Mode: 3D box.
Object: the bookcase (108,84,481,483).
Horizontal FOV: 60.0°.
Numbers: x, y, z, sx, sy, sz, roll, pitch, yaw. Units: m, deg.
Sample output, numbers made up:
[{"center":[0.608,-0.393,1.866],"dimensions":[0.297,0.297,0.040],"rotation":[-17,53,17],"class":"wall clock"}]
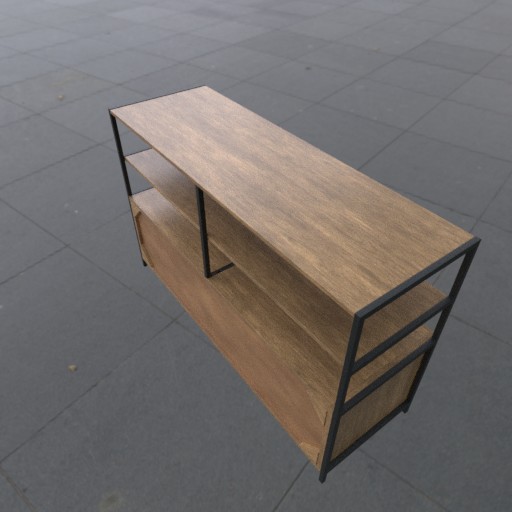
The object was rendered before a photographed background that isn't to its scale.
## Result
[{"center":[0.000,0.000,1.458],"dimensions":[0.391,0.712,1.149],"rotation":[-26,47,-27],"class":"bookcase"}]
